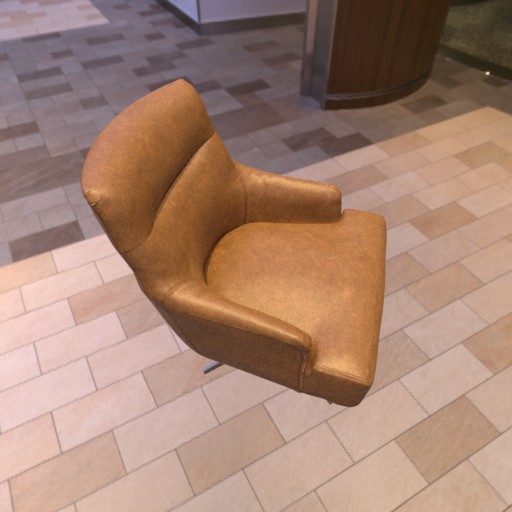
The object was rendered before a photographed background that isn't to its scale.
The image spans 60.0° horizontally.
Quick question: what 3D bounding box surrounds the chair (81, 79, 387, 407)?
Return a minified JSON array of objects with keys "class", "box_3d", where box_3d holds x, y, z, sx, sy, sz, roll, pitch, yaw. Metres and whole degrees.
[{"class":"chair","box_3d":[0.000,0.000,1.481,0.874,0.869,0.729,11,47,10]}]
